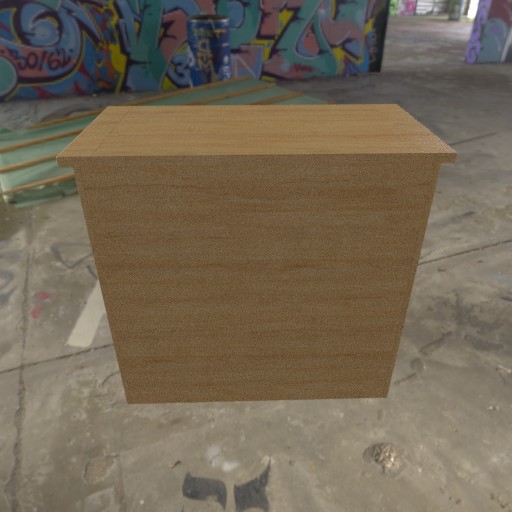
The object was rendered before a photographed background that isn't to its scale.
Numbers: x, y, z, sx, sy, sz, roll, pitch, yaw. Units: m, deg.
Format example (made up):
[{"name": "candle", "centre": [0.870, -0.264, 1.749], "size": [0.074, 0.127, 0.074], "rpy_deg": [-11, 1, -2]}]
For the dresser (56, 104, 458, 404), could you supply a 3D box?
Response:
[{"name": "dresser", "centre": [0.000, 0.000, 1.248], "size": [0.800, 0.730, 0.410], "rpy_deg": [-1, 32, -2]}]
